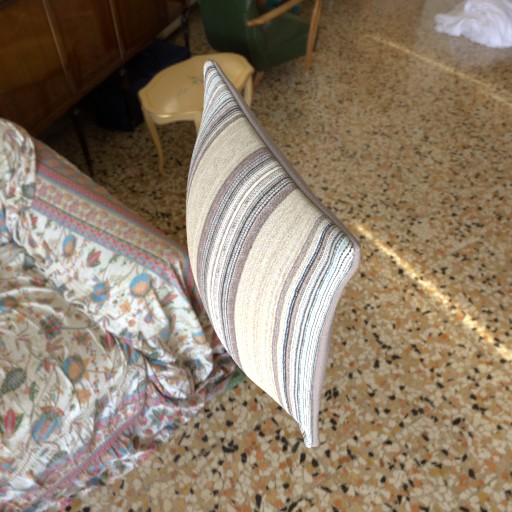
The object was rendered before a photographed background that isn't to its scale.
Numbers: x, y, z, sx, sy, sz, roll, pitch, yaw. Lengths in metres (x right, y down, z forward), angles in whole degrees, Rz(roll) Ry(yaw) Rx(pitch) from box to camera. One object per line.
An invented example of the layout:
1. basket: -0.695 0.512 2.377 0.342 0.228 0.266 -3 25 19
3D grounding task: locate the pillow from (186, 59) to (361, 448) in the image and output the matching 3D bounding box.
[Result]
1. pillow: 0.000 0.000 0.651 0.189 0.416 0.435 -15 47 -14
